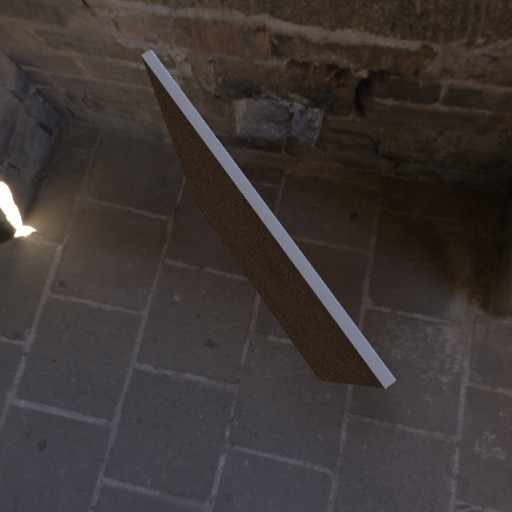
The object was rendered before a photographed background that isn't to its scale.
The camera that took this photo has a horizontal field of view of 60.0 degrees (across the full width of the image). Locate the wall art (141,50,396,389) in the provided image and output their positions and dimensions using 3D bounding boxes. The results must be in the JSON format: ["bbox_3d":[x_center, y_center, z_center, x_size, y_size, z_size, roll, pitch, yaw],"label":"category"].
[{"bbox_3d":[0.000,0.000,1.009,0.020,0.661,0.664,-34,78,-8],"label":"wall art"}]
